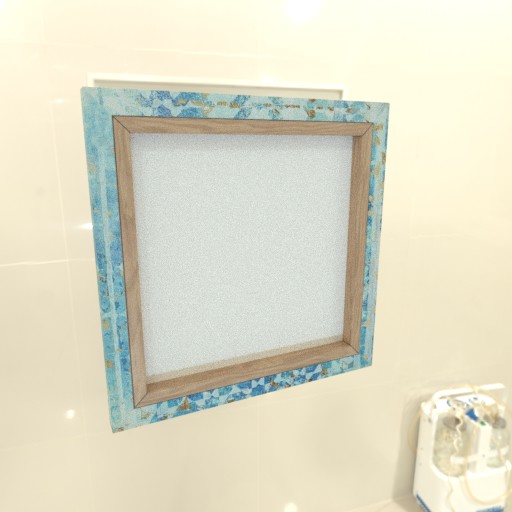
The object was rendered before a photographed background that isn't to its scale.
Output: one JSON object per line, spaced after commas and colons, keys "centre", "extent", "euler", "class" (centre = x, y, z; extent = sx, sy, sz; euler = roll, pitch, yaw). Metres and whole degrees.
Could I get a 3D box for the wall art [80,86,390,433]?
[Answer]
{"centre": [0.000, 0.000, 0.896], "extent": [0.609, 0.609, 0.040], "euler": [-7, 15, -25], "class": "wall art"}
